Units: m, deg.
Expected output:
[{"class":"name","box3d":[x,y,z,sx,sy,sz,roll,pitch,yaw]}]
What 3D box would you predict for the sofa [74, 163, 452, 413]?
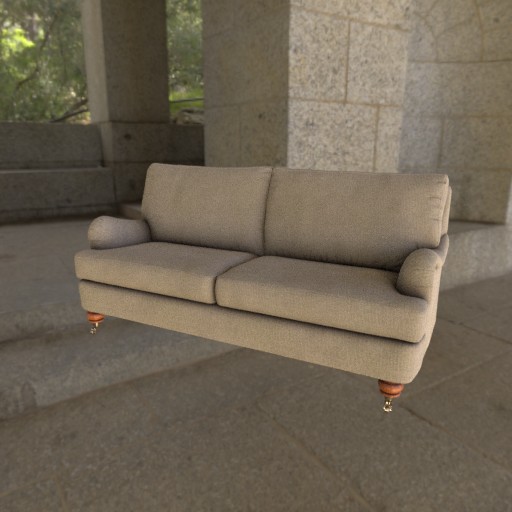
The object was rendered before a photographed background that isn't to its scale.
[{"class":"sofa","box3d":[0.000,0.000,2.814,2.193,1.096,1.069,7,16,26]}]
